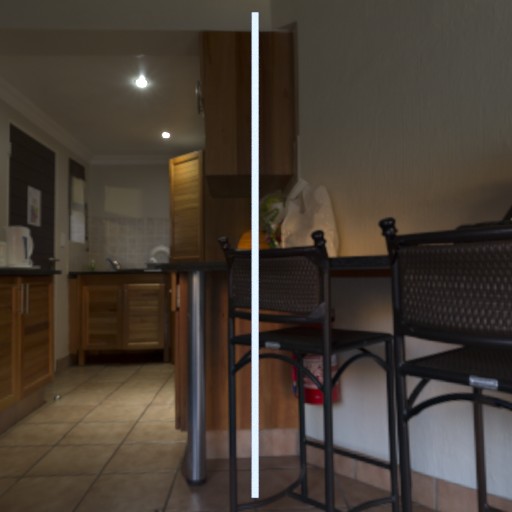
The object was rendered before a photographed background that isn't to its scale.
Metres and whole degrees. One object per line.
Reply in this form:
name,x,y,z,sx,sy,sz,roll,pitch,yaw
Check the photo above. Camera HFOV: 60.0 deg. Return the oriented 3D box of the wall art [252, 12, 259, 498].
wall art,0.000,0.000,1.187,0.013,0.940,0.659,0,-1,0
